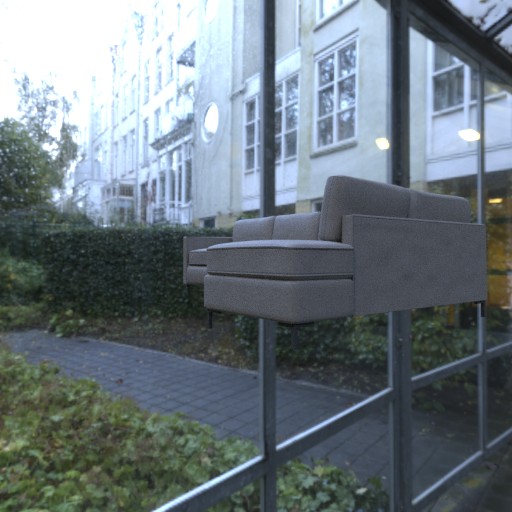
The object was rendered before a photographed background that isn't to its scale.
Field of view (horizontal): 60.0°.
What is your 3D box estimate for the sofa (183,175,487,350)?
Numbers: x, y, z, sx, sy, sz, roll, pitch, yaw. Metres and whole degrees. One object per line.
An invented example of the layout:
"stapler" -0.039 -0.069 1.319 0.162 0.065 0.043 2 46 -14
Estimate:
"sofa" 0.000 0.000 4.147 2.077 0.964 3.331 0 0 -37
